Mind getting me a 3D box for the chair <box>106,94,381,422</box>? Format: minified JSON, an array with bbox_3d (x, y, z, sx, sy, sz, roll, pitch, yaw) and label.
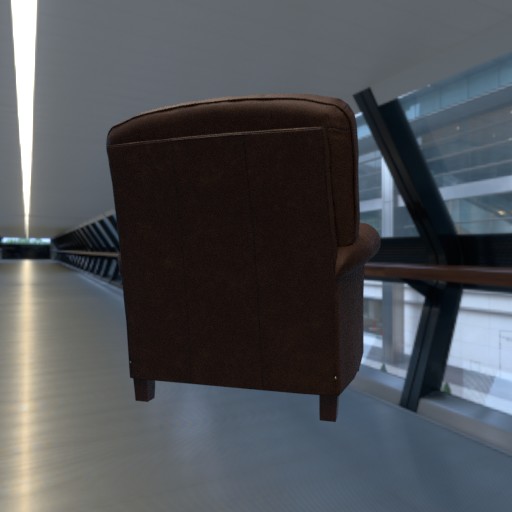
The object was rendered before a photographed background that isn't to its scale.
[{"bbox_3d":[0.000,0.000,1.748,0.936,1.018,0.986,0,0,17],"label":"chair"}]
